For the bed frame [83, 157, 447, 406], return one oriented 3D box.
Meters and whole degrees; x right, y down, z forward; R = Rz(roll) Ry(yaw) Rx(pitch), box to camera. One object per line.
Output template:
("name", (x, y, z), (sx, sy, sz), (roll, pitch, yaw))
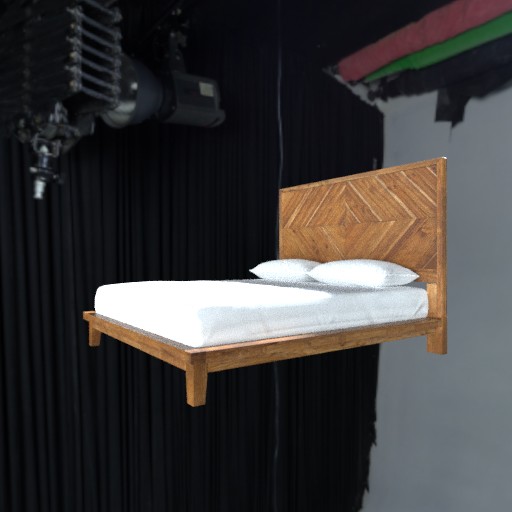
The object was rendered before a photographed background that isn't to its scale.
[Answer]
("bed frame", (0.000, 0.000, 3.665), (2.235, 1.537, 2.038), (0, 0, -35))
